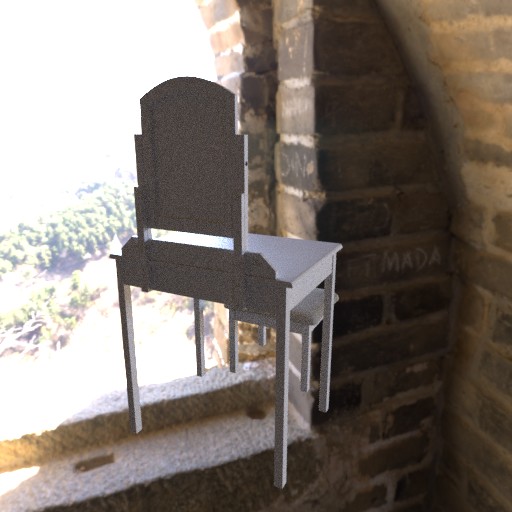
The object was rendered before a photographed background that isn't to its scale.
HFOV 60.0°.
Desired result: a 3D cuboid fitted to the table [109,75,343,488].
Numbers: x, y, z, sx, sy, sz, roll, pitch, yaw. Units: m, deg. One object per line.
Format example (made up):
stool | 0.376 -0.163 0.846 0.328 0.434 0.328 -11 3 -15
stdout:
table | 0.000 0.000 2.304 0.876 1.631 1.211 8 18 26
